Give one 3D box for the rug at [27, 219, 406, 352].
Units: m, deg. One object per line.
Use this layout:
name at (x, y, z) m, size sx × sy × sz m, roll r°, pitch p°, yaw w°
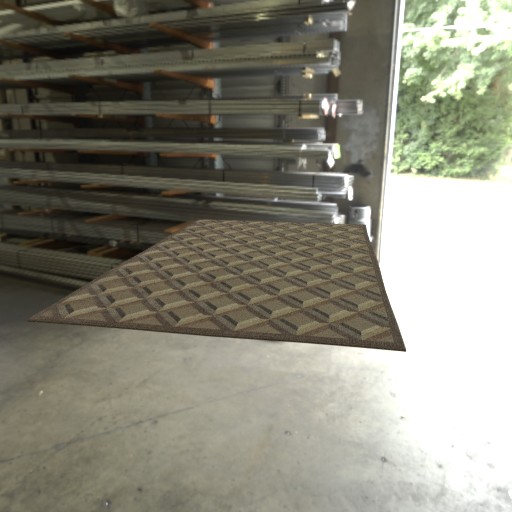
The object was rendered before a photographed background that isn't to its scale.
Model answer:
rug at (0.000, 0.000, 1.995) m, size 1.066 × 0.011 × 1.677 m, roll 3°, pitch 15°, yaw 10°
